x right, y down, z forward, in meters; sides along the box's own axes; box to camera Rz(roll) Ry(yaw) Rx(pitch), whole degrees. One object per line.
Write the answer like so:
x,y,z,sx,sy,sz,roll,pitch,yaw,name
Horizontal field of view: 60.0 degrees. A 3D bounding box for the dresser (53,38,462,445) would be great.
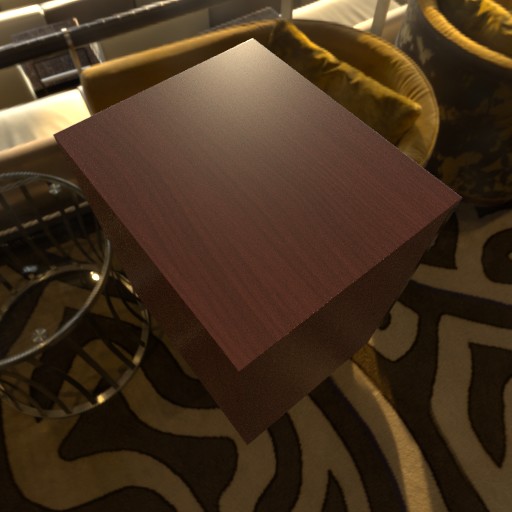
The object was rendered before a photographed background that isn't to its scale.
0.000,0.000,0.758,0.360,0.470,0.400,-34,65,-19,dresser
